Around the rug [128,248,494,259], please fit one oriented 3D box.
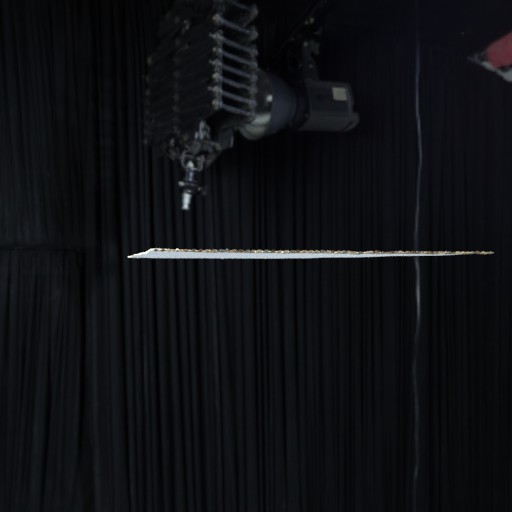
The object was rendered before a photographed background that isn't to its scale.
[{"bbox_3d":[0.000,0.000,2.290,1.218,0.017,1.861,0,-1,-18],"label":"rug"}]
